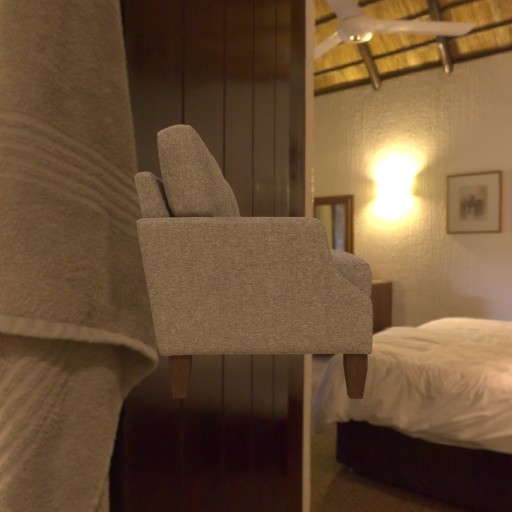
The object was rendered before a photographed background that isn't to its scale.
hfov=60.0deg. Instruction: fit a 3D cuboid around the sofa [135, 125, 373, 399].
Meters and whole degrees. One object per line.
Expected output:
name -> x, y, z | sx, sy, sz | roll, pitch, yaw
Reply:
sofa -> 0.000, 0.000, 2.576 | 0.888, 0.984, 2.115 | 0, 1, 0
